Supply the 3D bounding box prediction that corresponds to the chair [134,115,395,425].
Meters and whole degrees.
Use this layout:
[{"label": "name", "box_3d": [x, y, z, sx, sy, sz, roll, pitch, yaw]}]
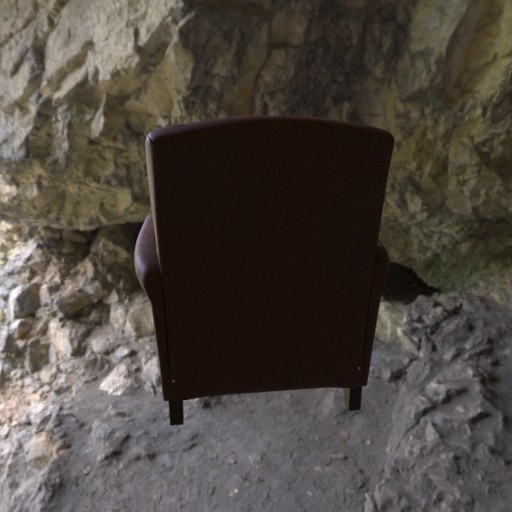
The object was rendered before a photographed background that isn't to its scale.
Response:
[{"label": "chair", "box_3d": [0.000, 0.000, 1.816, 0.978, 1.061, 0.902, -2, 15, -7]}]
